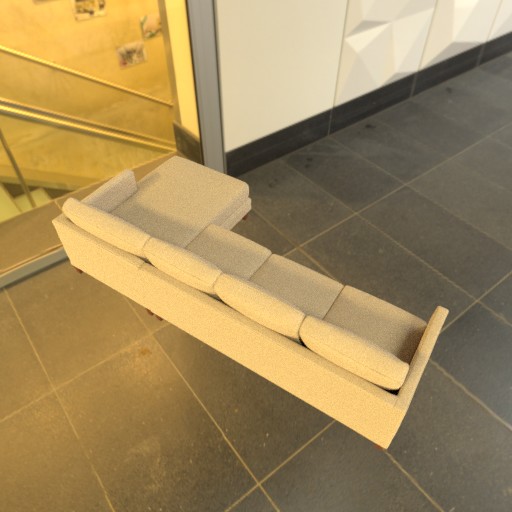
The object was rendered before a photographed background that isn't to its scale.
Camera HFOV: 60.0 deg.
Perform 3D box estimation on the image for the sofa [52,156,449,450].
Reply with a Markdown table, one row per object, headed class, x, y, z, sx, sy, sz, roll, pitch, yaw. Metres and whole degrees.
| class | x | y | z | sx | sy | sz | roll | pitch | yaw |
| --- | --- | --- | --- | --- | --- | --- | --- | --- | --- |
| sofa | 0.000 | 0.000 | 3.875 | 3.186 | 0.861 | 1.625 | 25 | 52 | 22 |
